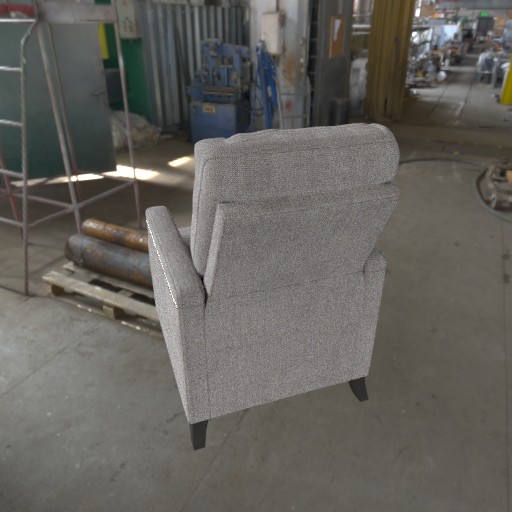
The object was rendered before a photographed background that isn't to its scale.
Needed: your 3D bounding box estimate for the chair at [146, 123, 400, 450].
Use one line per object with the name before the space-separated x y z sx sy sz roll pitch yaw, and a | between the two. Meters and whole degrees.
chair | 0.000 0.000 1.645 0.710 1.049 0.922 -9 29 -17
